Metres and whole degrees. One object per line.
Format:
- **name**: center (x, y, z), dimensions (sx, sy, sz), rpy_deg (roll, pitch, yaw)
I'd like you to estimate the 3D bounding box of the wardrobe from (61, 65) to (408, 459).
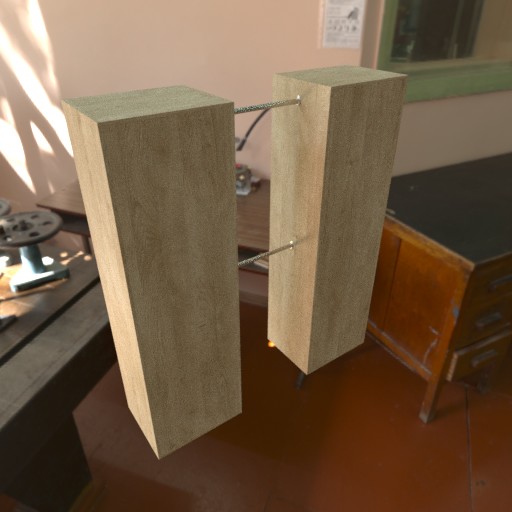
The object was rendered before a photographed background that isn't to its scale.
- **wardrobe**: center (0.000, 0.000, 2.746), dimensions (1.770, 2.000, 0.480), rpy_deg (-20, 37, -30)
